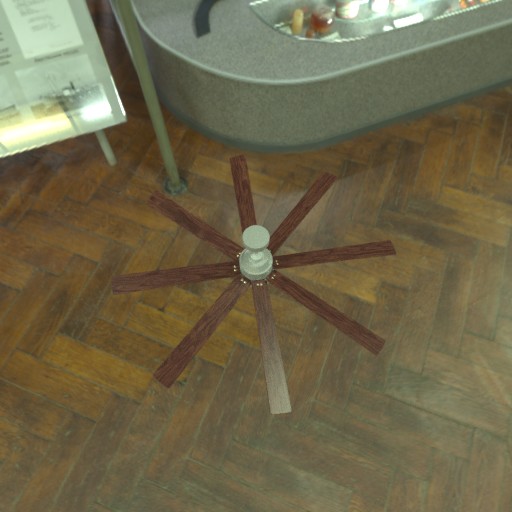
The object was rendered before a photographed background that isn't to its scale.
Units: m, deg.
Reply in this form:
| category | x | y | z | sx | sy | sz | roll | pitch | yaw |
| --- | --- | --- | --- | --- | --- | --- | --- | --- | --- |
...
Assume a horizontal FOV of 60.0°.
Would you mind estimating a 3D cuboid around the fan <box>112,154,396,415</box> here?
| category | x | y | z | sx | sy | sz | roll | pitch | yaw |
| --- | --- | --- | --- | --- | --- | --- | --- | --- | --- |
| fan | 0.000 | 0.000 | 2.730 | 1.830 | 0.472 | 1.830 | 33 | 67 | 16 |
